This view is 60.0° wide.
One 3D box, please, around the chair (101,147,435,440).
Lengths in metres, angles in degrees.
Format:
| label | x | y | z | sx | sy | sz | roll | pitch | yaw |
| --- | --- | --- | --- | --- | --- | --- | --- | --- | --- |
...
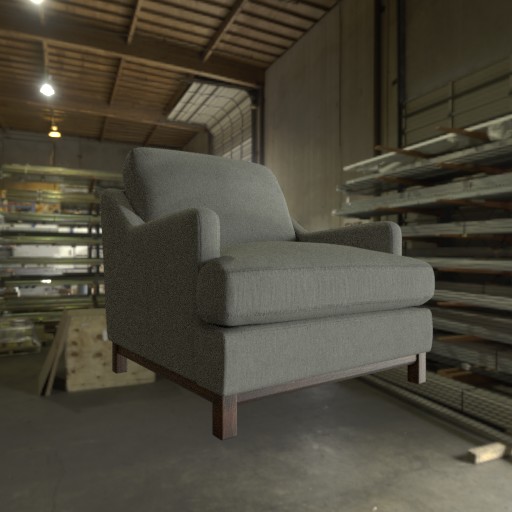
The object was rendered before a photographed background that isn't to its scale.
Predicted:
| label | x | y | z | sx | sy | sz | roll | pitch | yaw |
| --- | --- | --- | --- | --- | --- | --- | --- | --- | --- |
| chair | 0.000 | 0.000 | 1.535 | 0.826 | 0.821 | 0.892 | 0 | 0 | -36 |
